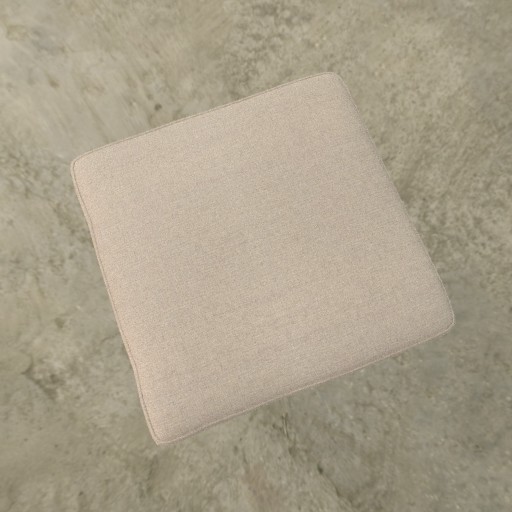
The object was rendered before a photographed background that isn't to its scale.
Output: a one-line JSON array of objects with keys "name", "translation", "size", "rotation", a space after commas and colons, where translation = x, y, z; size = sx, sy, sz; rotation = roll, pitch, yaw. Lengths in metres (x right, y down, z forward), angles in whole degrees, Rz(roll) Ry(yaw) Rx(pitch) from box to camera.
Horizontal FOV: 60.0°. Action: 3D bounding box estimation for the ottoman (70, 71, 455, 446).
[{"name": "ottoman", "translation": [0.000, 0.000, 1.363], "size": [0.838, 0.481, 0.838], "rotation": [-20, 78, -5]}]
